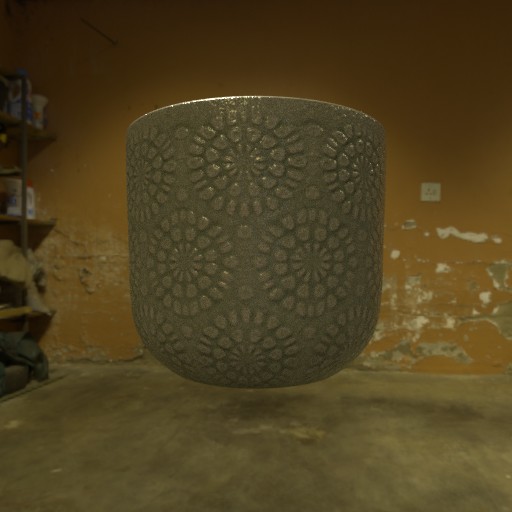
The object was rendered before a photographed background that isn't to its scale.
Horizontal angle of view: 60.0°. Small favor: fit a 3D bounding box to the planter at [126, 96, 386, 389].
[{"bbox_3d":[0.000,0.000,0.299,0.169,0.153,0.169,0,-1,0],"label":"planter"}]
